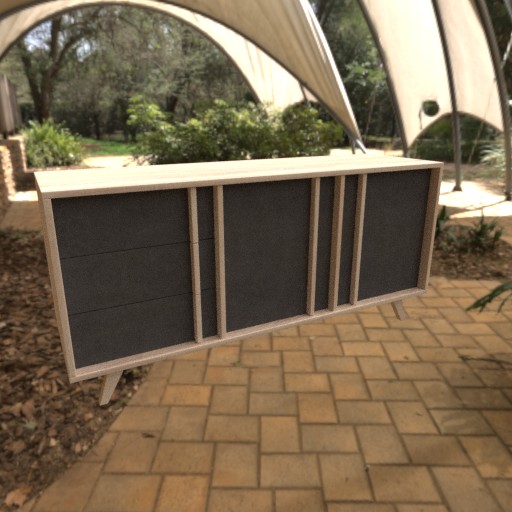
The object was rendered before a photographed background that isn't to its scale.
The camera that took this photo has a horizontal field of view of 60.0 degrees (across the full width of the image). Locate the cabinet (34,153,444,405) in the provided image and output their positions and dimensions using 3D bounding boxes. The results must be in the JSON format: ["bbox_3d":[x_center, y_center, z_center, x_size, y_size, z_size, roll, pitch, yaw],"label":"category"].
[{"bbox_3d":[0.000,0.000,1.963,1.650,0.780,0.500,-9,20,-26],"label":"cabinet"}]
